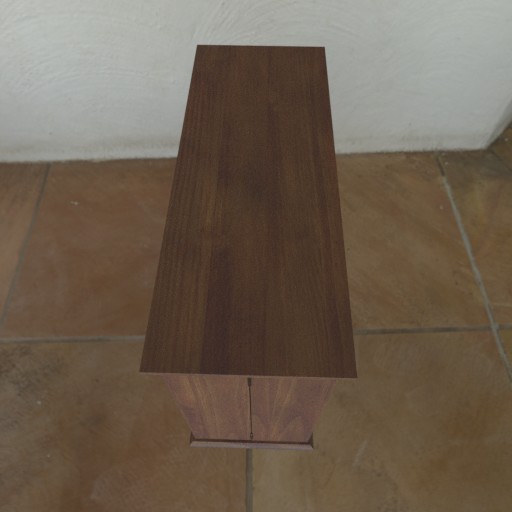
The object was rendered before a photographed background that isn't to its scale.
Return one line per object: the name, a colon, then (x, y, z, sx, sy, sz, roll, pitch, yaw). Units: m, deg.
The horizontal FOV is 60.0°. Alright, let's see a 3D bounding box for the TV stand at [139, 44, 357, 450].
TV stand: (0.000, 0.000, 1.456, 0.406, 0.813, 1.067, 1, 57, 1)
